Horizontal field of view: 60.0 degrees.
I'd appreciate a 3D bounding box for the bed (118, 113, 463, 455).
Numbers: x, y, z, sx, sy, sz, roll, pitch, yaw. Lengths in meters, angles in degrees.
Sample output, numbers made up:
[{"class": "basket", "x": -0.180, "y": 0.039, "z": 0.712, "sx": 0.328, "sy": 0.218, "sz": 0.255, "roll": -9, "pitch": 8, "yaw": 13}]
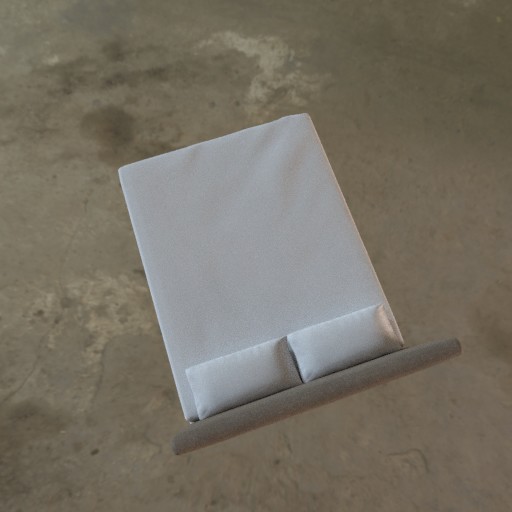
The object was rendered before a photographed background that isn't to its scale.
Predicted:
[{"class": "bed", "x": 0.000, "y": 0.000, "z": 3.218, "sx": 1.723, "sy": 1.330, "sz": 2.142, "roll": -18, "pitch": 75, "yaw": -5}]
